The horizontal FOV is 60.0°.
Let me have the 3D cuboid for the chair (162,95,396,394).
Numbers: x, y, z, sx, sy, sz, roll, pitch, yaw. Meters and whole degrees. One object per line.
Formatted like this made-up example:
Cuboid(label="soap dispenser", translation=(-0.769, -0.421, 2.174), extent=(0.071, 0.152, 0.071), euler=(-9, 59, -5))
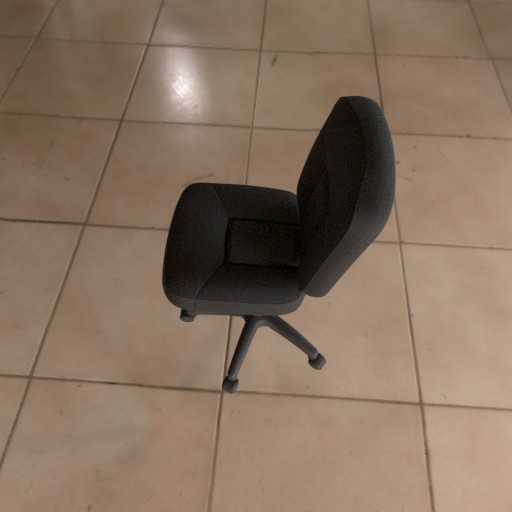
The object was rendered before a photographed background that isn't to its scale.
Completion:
Cuboid(label="chair", translation=(0.000, 0.000, 1.386), extent=(0.610, 0.972, 0.610), euler=(2, 57, 2))
